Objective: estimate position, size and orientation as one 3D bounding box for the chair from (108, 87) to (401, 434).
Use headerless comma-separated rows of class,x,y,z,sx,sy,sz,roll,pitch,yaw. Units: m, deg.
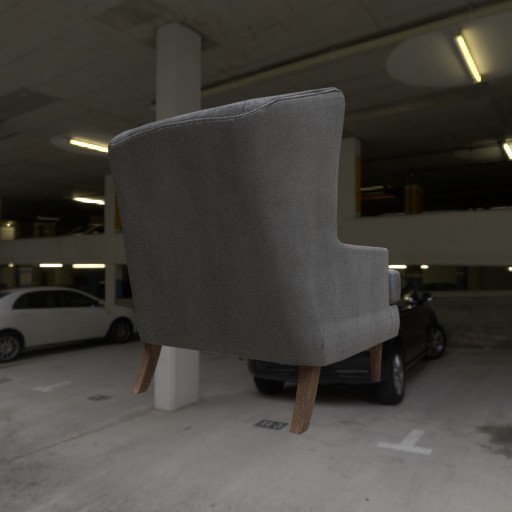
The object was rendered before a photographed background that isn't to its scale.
chair,0.000,0.000,1.590,0.784,0.950,0.906,-1,-1,34
